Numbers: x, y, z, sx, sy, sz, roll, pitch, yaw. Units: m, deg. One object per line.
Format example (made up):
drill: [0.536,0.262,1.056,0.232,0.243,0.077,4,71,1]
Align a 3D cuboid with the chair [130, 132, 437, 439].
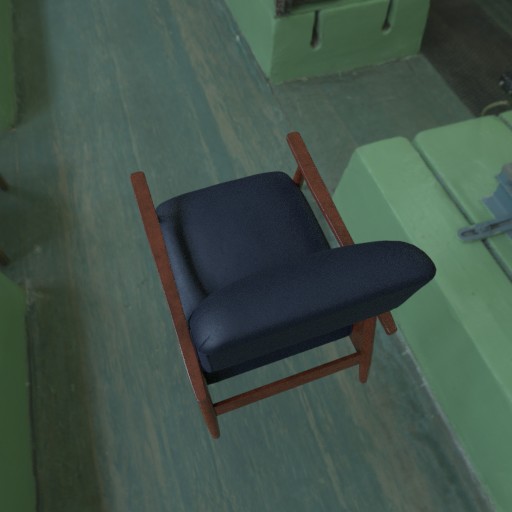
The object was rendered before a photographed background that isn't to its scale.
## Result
chair: [0.000,0.000,1.733,0.762,1.082,1.014,-17,60,-10]
